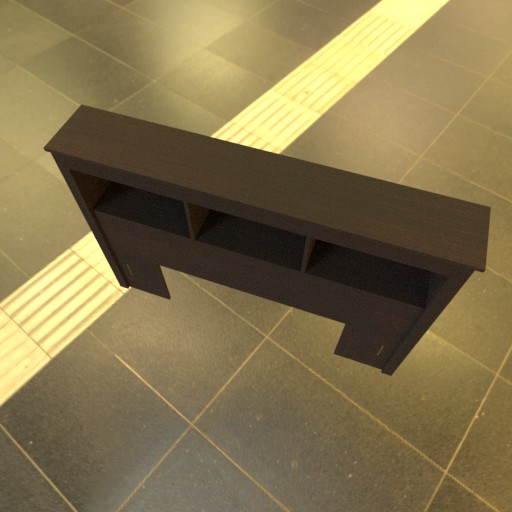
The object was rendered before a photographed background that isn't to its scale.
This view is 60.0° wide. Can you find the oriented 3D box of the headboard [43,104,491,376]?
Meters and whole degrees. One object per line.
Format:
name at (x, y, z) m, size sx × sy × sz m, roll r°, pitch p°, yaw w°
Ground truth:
headboard at (0.000, 0.000, 2.111) m, size 1.671 × 1.092 × 0.279 m, roll 17°, pitch 58°, yaw 11°
